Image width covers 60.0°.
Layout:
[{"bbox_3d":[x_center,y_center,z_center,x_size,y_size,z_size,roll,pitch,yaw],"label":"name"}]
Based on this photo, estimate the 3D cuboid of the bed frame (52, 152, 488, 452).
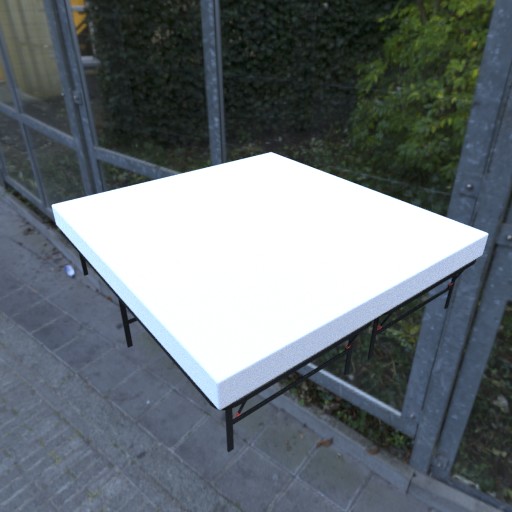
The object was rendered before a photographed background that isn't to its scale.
[{"bbox_3d":[0.000,0.000,2.956,1.930,0.559,2.032,-21,36,-32],"label":"bed frame"}]
